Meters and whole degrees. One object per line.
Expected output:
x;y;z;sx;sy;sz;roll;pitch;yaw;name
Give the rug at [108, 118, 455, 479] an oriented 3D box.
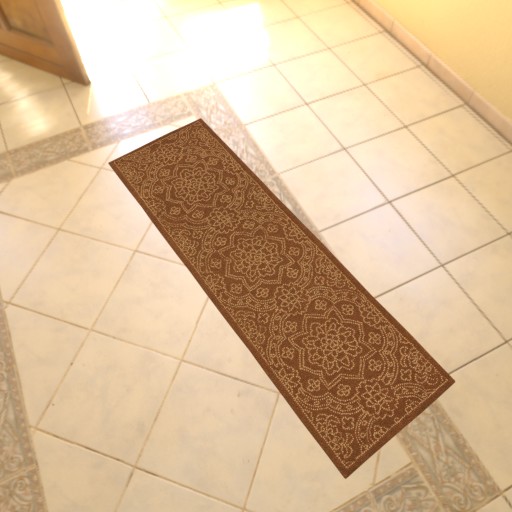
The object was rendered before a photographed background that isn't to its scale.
0.000;0.000;2.682;0.769;0.012;2.448;-32;64;-18;rug
